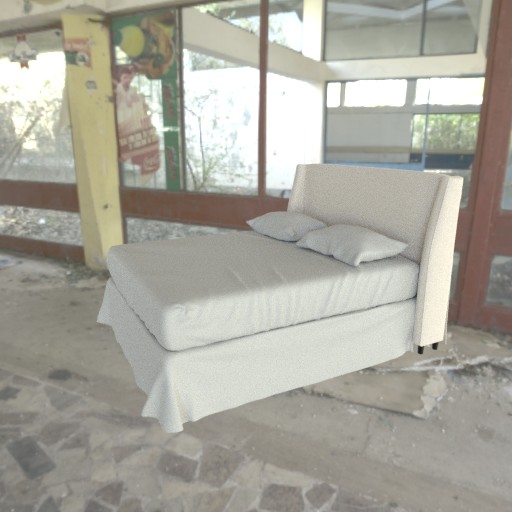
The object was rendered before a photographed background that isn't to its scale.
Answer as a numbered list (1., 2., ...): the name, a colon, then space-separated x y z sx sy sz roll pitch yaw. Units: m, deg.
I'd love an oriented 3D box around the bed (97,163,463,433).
1. bed: 0.000 0.000 3.516 2.276 1.332 1.925 -8 17 -27
